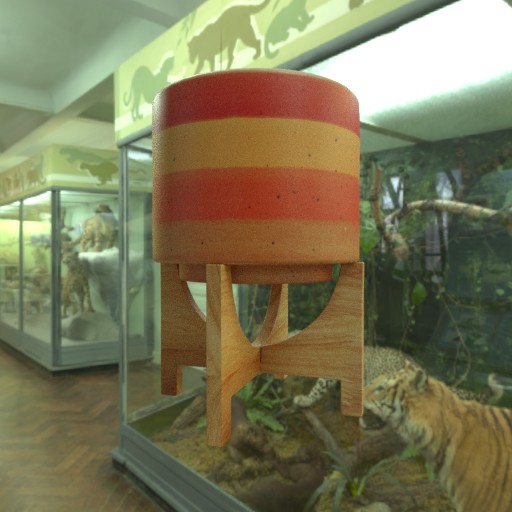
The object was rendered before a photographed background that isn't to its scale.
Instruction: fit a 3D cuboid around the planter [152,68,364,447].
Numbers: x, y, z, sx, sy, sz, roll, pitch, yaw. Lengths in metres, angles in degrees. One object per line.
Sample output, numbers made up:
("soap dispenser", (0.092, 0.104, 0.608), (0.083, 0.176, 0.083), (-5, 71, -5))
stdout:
("planter", (0.000, 0.000, 0.568), (0.269, 0.379, 0.269), (0, 1, 0))
